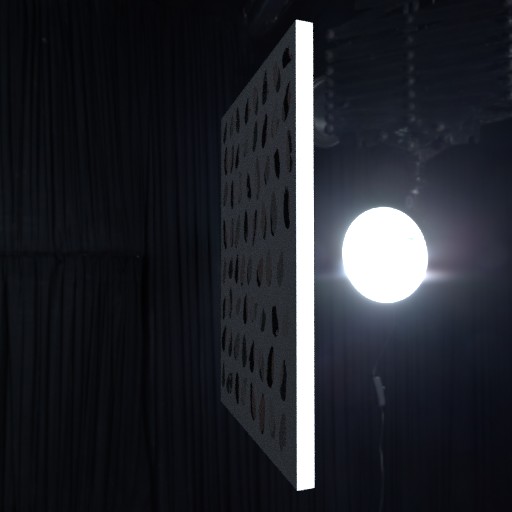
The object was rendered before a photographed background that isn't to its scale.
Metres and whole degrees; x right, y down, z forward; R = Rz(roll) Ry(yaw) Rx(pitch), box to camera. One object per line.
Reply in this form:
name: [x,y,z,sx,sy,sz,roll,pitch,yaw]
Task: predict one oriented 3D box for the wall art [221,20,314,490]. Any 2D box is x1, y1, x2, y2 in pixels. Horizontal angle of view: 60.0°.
wall art: [0.000,0.000,0.767,0.025,0.608,0.405,1,-2,-18]
